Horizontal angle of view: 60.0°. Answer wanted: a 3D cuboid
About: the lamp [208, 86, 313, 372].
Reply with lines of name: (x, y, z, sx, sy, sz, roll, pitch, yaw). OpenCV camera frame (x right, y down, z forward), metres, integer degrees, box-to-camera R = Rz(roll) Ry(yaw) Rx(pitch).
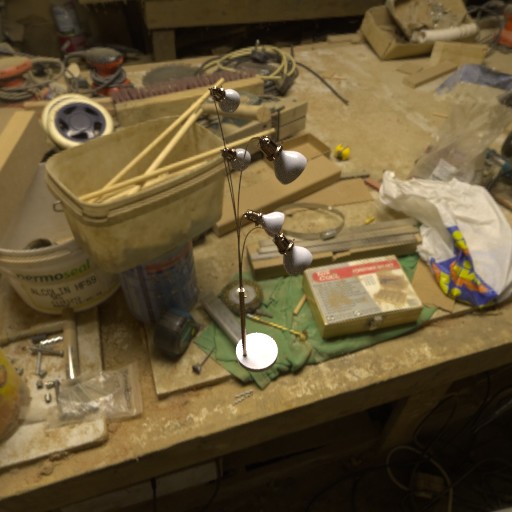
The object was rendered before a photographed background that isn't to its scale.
lamp: (0.000, 0.000, 3.006, 0.361, 2.423, 1.405, -12, 48, -11)
